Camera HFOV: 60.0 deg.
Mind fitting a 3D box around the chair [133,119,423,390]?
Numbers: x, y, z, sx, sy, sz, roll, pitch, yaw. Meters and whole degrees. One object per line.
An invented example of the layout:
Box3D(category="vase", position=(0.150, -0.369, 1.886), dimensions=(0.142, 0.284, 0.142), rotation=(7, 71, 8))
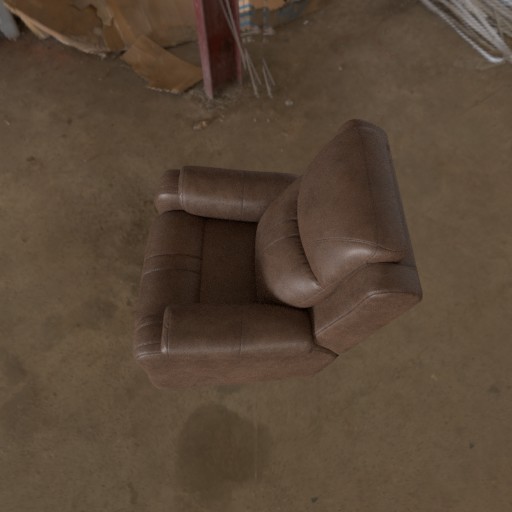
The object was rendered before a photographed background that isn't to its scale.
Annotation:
Box3D(category="chair", position=(0.000, 0.000, 1.902), dimensions=(1.067, 0.990, 0.940), rotation=(0, 58, 0))
